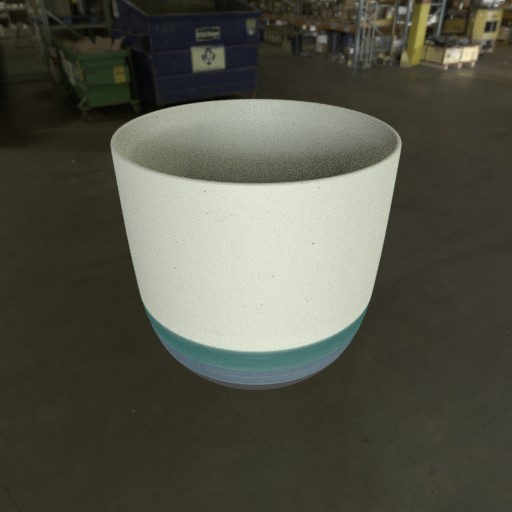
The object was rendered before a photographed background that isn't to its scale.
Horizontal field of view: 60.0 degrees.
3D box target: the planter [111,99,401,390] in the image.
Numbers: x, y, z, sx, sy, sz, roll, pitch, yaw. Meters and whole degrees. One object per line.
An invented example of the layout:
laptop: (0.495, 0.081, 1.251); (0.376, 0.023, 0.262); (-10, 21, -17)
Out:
planter: (0.000, 0.000, 0.377); (0.204, 0.214, 0.204); (0, 32, 0)
